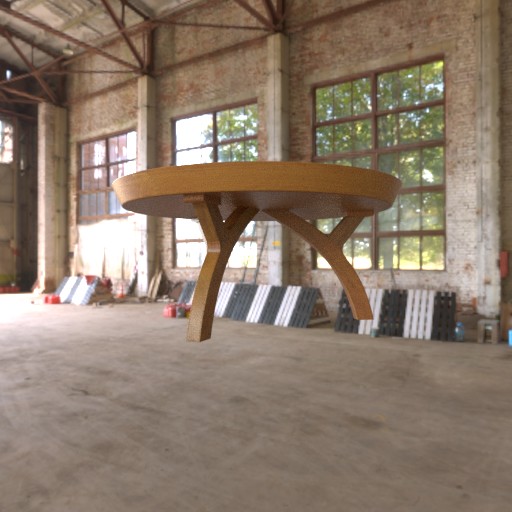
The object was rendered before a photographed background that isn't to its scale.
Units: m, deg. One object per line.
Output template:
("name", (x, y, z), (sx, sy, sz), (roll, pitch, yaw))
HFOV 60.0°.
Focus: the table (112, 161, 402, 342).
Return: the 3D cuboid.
("table", (0.000, 0.000, 1.607), (1.016, 0.470, 1.016), (0, 0, 0))
